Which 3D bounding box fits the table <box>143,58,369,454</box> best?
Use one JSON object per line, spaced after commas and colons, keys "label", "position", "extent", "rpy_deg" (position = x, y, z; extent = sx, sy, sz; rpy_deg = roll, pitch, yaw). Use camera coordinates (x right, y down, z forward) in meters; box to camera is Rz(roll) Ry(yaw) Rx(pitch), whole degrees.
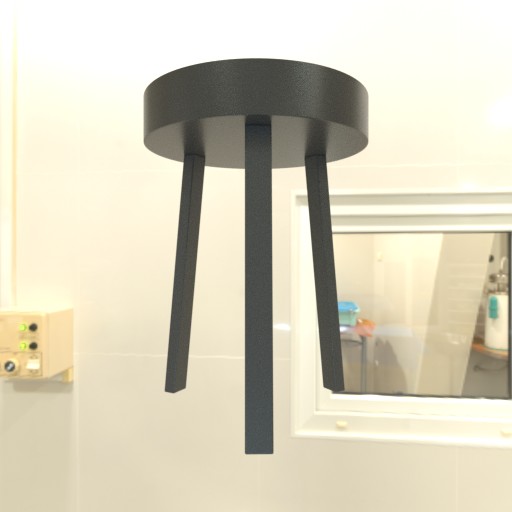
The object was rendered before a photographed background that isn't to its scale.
{"label": "table", "position": [0.000, 0.000, 0.827], "extent": [0.406, 0.559, 0.406], "rpy_deg": [0, 0, 0]}
